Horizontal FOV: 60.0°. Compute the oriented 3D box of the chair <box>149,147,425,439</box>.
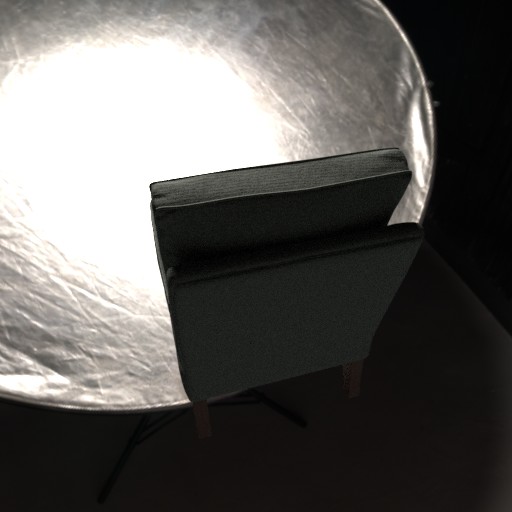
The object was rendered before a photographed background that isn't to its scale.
[{"bbox_3d":[0.000,0.000,1.445,0.624,0.901,0.796,-11,42,-12],"label":"chair"}]
